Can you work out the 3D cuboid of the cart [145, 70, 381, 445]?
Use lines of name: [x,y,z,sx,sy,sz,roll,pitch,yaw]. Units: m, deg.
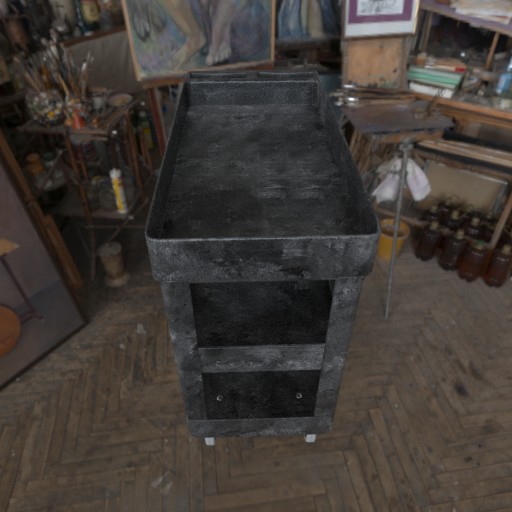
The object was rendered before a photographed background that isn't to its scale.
cart: [0.000,0.000,1.354,0.420,0.824,0.877,-1,40,-1]
